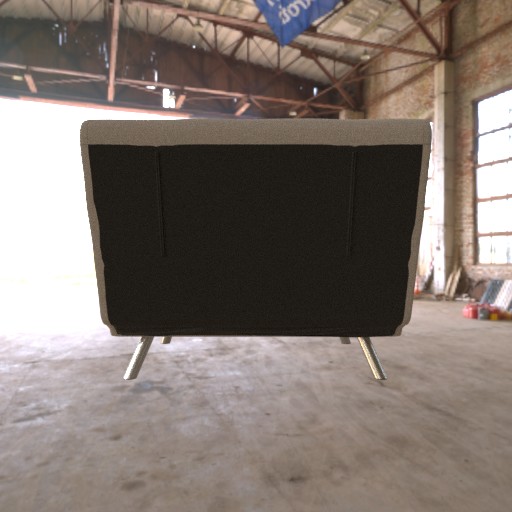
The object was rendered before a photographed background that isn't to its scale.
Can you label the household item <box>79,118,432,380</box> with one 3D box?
[{"bbox_3d":[0.000,0.000,1.648,1.000,0.800,0.874,0,0,0],"label":"household item"}]
